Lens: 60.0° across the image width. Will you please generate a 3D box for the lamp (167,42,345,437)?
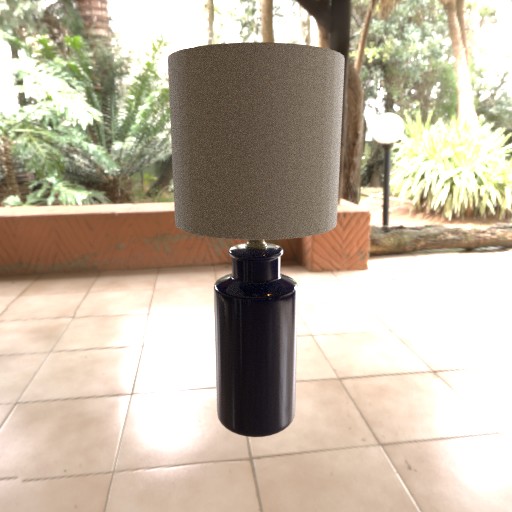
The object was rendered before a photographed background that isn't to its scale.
[{"bbox_3d":[0.000,0.000,0.603,0.212,0.493,0.212,-2,15,-9],"label":"lamp"}]
